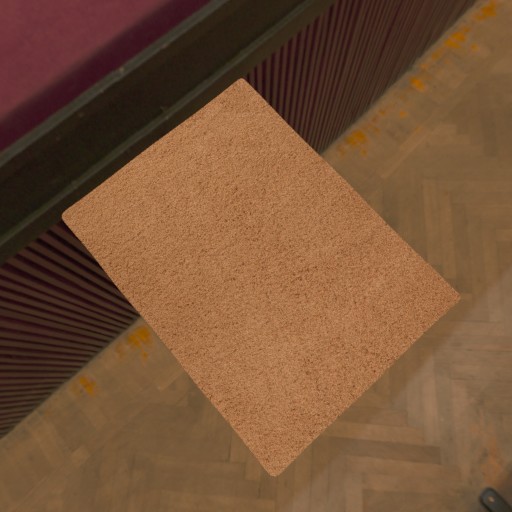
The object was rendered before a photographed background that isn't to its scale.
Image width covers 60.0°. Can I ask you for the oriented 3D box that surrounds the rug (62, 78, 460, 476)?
[{"bbox_3d":[0.000,0.000,2.160,1.199,0.025,1.600,-40,79,-9],"label":"rug"}]
